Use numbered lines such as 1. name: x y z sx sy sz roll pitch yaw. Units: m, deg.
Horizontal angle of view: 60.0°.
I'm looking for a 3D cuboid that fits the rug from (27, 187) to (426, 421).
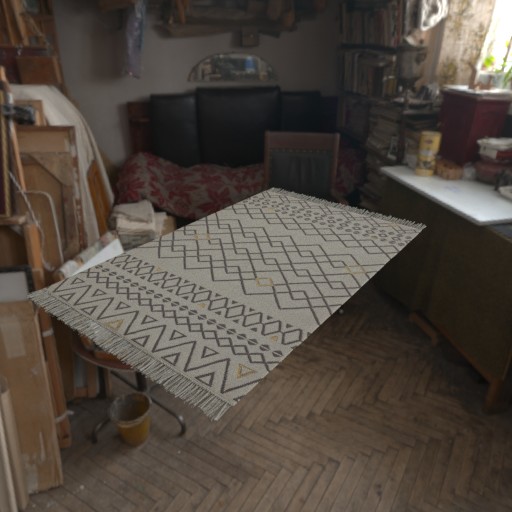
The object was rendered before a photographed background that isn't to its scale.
1. rug: 0.000 0.000 3.020 1.495 0.035 2.472 20 33 33
